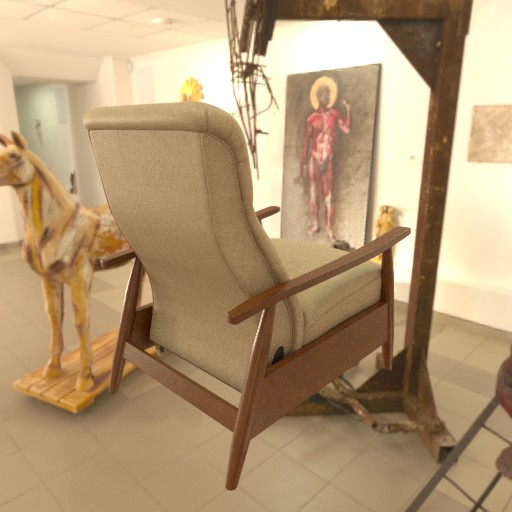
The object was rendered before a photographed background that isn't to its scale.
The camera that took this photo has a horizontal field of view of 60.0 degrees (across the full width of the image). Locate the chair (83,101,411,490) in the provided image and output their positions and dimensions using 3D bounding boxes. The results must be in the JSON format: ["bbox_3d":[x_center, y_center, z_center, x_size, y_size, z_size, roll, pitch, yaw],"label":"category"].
[{"bbox_3d":[0.000,0.000,1.714,0.762,1.082,1.030,15,22,42],"label":"chair"}]
